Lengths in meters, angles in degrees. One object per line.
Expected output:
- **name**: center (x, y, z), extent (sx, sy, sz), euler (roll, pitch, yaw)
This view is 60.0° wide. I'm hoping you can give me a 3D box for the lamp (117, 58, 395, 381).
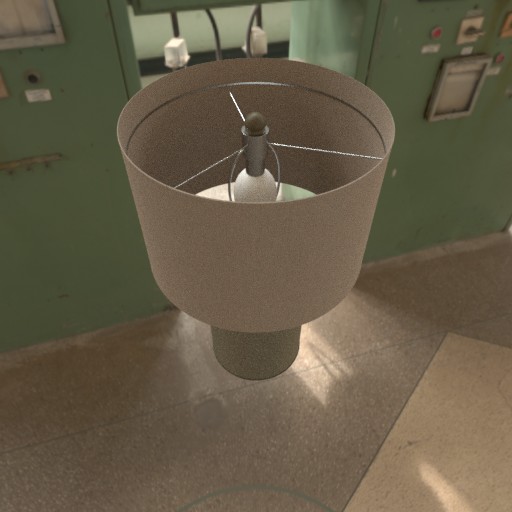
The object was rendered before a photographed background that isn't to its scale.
- **lamp**: center (0.000, 0.000, 0.693), extent (0.318, 0.486, 0.318), euler (0, 47, 0)
